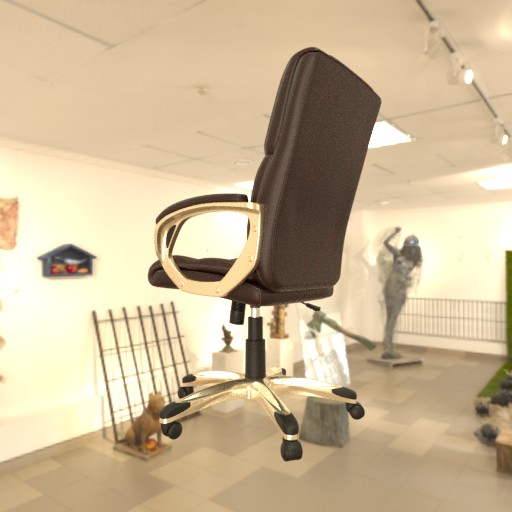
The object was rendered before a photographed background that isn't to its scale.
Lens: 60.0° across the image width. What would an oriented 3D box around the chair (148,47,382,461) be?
[{"bbox_3d":[0.000,0.000,1.526,0.739,1.107,0.662,-1,-1,37],"label":"chair"}]
